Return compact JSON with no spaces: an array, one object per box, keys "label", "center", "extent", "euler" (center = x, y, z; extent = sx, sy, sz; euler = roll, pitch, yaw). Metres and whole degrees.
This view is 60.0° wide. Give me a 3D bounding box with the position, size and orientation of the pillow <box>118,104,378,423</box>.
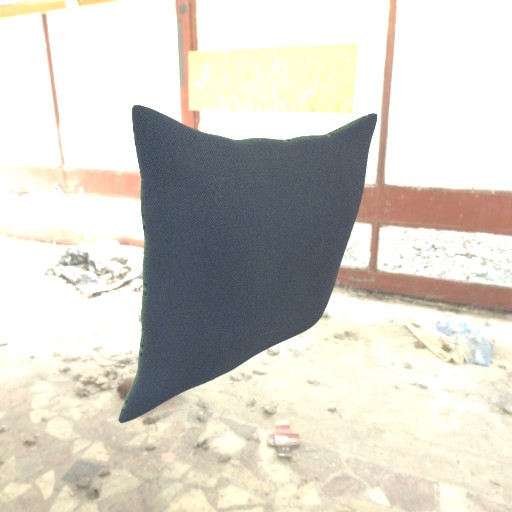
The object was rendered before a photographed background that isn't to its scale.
[{"label":"pillow","center":[0.000,0.000,0.686],"extent":[0.453,0.430,0.200],"euler":[-16,23,-42]}]
